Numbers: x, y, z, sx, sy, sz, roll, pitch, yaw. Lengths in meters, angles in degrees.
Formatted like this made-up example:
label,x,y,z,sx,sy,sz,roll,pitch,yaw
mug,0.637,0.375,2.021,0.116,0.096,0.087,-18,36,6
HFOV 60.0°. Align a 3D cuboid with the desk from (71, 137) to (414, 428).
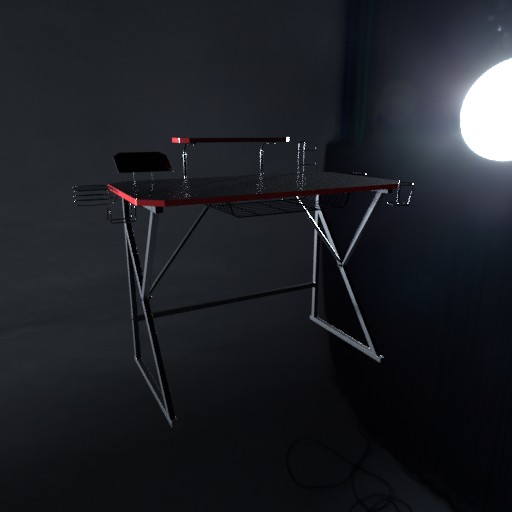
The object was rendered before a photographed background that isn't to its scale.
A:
label,x,y,z,sx,sy,sz,roll,pitch,yaw
desk,0.000,0.000,1.777,1.280,0.913,0.588,-8,18,-27
